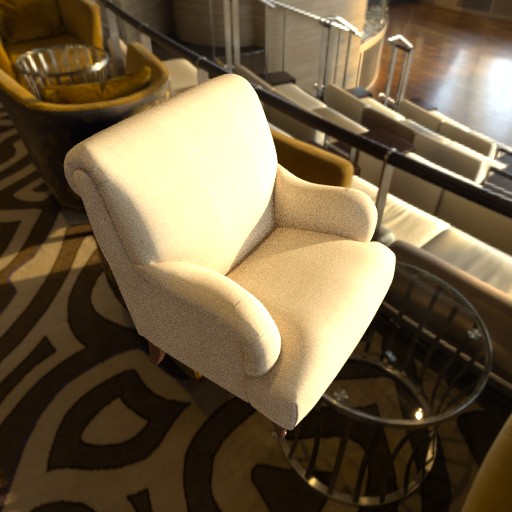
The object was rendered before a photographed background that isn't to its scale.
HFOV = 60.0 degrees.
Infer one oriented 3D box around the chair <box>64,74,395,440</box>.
[{"bbox_3d":[0.000,0.000,1.542,0.842,0.944,0.766,24,47,25],"label":"chair"}]
